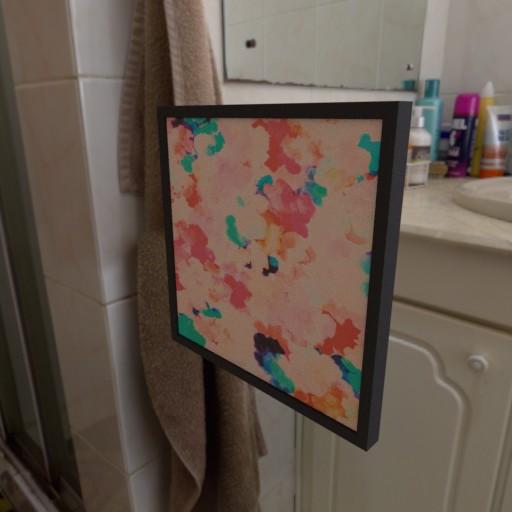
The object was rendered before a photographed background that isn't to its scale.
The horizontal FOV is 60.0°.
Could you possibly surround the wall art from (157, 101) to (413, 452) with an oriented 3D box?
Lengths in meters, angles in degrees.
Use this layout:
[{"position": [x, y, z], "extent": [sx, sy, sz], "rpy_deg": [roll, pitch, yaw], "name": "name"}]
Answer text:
[{"position": [0.000, 0.000, 0.777], "extent": [0.506, 0.503, 0.036], "rpy_deg": [17, 24, 42], "name": "wall art"}]
